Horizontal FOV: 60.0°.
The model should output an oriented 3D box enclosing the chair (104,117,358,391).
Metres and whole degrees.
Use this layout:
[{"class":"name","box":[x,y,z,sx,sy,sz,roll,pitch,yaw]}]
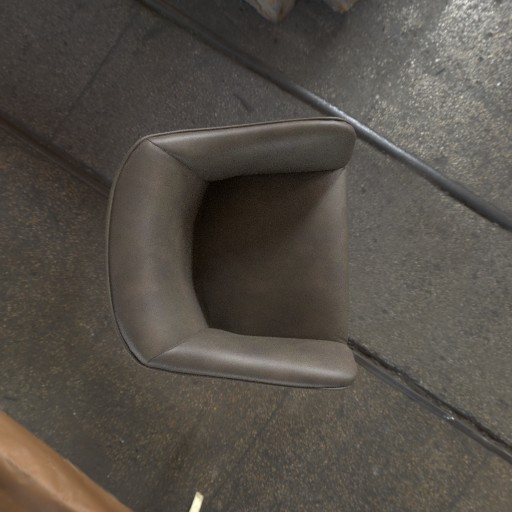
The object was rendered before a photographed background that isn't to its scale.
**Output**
[{"class":"chair","box":[0.000,0.000,1.372,0.689,0.827,0.713,0,88,2]}]
